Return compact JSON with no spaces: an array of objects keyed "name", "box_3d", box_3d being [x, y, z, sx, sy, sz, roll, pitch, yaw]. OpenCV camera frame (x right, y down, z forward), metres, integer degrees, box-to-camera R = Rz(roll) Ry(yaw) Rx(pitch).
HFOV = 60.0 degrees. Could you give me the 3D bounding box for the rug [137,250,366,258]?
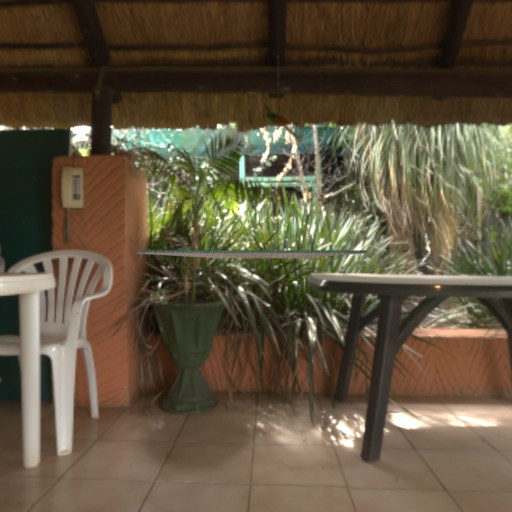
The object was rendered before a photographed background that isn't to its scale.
[{"name":"rug","box_3d":[0.000,0.000,2.657,0.744,0.010,2.441,0,-1,1]}]
